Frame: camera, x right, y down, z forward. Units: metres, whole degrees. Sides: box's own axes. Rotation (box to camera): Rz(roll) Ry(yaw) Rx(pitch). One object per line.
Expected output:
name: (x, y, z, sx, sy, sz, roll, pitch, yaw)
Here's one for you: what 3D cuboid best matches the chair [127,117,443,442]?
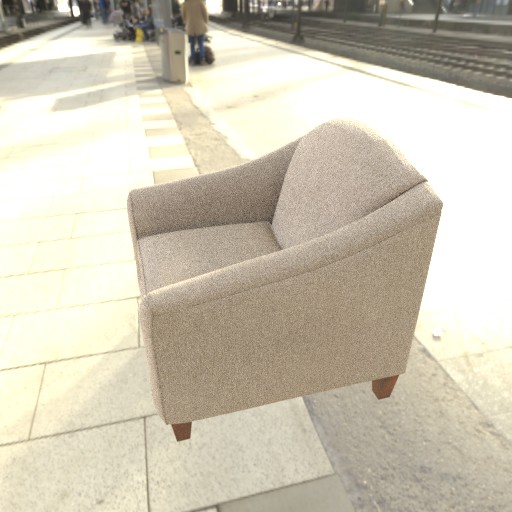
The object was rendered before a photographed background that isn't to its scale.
chair: (0.000, 0.000, 1.477, 0.787, 0.839, 0.763, -8, 31, -14)
